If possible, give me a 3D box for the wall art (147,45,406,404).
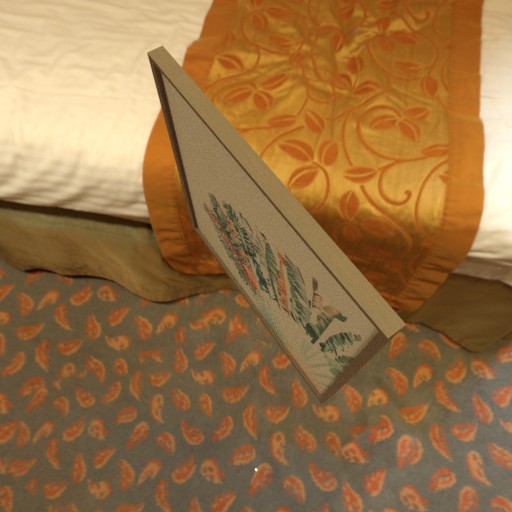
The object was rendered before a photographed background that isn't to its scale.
[{"bbox_3d":[0.000,0.000,1.161,0.038,0.758,0.761,-32,68,-14],"label":"wall art"}]
